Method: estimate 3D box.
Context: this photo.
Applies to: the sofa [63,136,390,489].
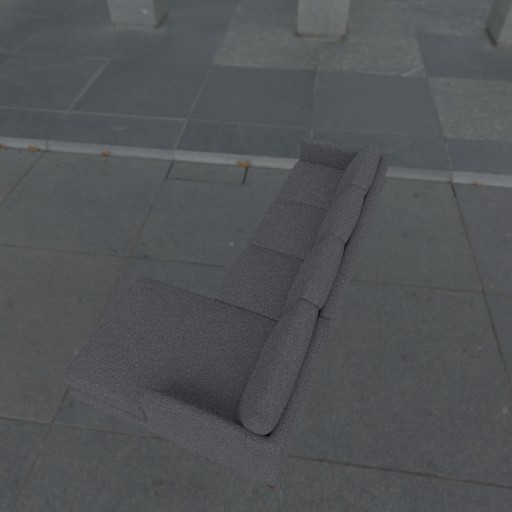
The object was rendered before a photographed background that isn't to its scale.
[{"bbox_3d":[0.000,0.000,3.847,1.625,0.846,3.186,17,49,15],"label":"sofa"}]
